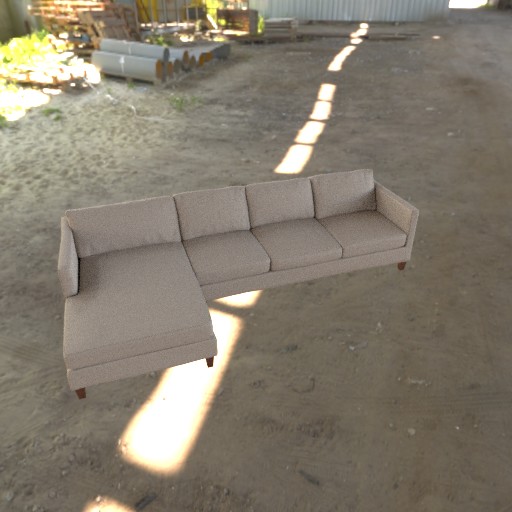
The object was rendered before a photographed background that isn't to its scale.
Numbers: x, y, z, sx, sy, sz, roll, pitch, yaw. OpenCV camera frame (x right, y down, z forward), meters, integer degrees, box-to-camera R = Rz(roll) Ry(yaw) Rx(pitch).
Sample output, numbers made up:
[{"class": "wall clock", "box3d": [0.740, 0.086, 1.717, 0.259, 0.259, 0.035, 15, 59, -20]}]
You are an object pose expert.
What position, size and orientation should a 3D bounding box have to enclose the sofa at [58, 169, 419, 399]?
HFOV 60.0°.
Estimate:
[{"class": "sofa", "box3d": [0.000, 0.000, 3.918, 3.186, 0.846, 1.625, -10, 33, -16]}]
